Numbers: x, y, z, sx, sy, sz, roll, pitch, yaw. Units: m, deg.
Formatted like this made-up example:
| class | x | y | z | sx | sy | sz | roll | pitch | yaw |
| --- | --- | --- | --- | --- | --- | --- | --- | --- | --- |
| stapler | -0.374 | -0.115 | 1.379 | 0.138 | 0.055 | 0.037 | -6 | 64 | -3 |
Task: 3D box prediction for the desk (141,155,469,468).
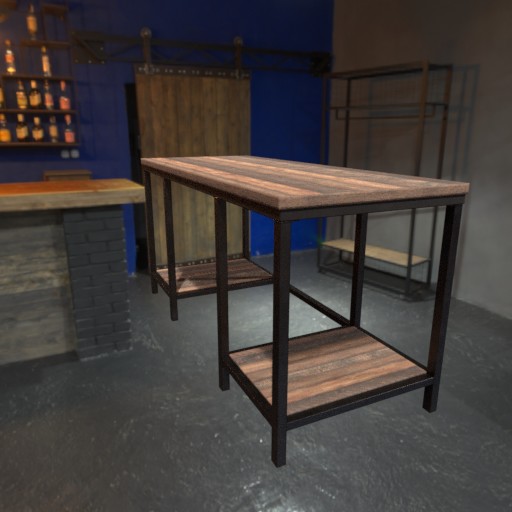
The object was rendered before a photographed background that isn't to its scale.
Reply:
| class | x | y | z | sx | sy | sz | roll | pitch | yaw |
| --- | --- | --- | --- | --- | --- | --- | --- | --- | --- |
| desk | 0.000 | 0.000 | 1.909 | 0.617 | 0.753 | 1.538 | -7 | 18 | -24 |
